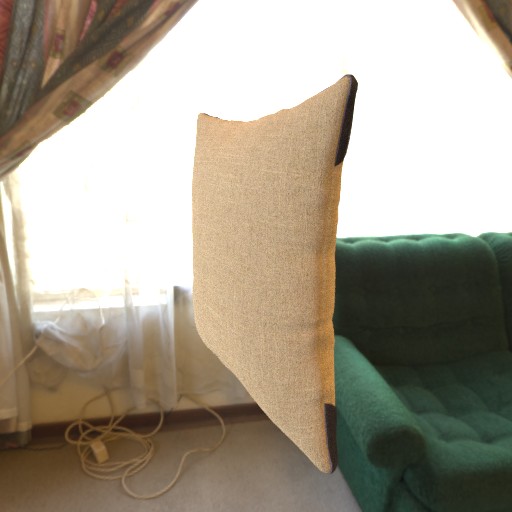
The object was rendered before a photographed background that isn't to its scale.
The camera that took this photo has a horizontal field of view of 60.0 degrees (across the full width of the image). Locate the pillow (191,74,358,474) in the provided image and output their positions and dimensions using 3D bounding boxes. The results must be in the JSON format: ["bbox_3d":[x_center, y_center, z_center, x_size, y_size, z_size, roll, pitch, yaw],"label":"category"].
[{"bbox_3d":[0.000,0.000,0.657,0.147,0.441,0.440,-6,14,-26],"label":"pillow"}]
